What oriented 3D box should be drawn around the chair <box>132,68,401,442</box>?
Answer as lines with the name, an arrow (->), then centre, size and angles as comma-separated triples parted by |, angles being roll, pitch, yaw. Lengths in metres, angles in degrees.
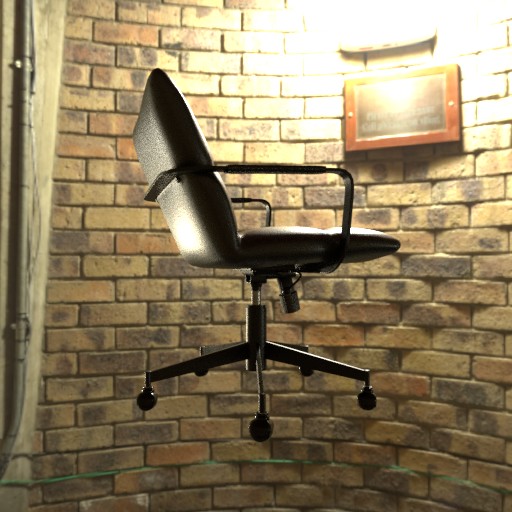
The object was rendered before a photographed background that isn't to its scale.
chair -> 0.000, 0.000, 1.433 | 0.748, 0.922, 0.719 | 0, -1, -20
